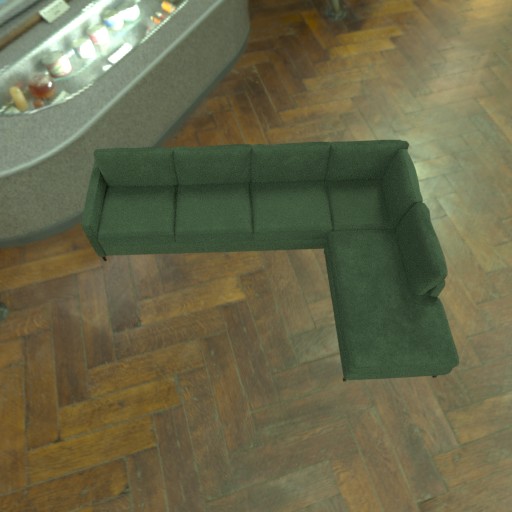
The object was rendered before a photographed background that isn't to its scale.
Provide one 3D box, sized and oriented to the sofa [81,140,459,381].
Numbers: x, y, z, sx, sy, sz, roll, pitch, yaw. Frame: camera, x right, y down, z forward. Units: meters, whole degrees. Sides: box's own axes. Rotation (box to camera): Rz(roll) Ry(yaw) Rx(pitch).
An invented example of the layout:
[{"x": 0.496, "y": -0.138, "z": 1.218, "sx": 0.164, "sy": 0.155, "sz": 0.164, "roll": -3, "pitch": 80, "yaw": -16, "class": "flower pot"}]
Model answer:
[{"x": 0.000, "y": 0.000, "z": 3.160, "sx": 2.486, "sy": 0.687, "sz": 1.707, "roll": -2, "pitch": 58, "yaw": -1, "class": "sofa"}]
